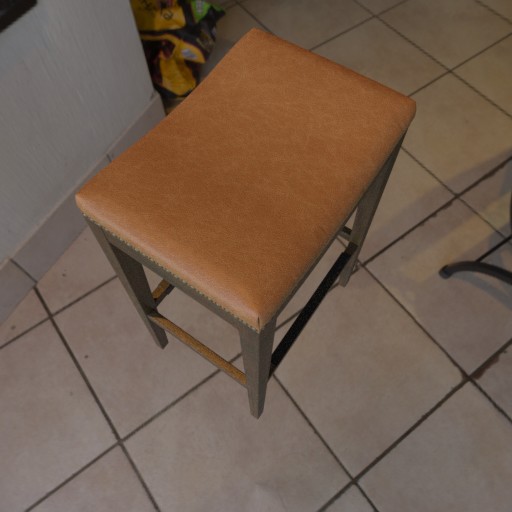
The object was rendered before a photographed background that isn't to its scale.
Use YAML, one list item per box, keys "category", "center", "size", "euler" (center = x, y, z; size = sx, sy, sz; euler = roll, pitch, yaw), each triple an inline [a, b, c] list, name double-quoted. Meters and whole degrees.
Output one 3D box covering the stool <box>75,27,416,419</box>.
- category: "stool"
  center: [0.000, 0.000, 1.012]
  size: [0.361, 0.759, 0.500]
  euler: [32, 67, 15]
